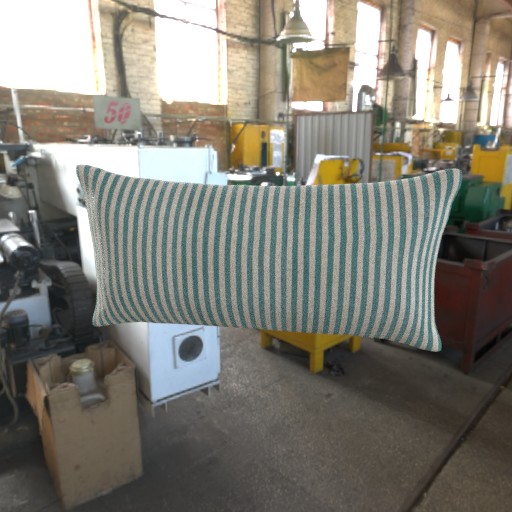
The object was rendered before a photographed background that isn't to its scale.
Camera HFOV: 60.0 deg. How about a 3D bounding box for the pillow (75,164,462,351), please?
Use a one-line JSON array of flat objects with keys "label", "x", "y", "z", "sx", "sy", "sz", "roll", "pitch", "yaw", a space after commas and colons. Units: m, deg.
[{"label": "pillow", "x": 0.000, "y": 0.000, "z": 0.738, "sx": 0.617, "sy": 0.295, "sz": 0.151, "roll": 2, "pitch": 15, "yaw": 9}]
